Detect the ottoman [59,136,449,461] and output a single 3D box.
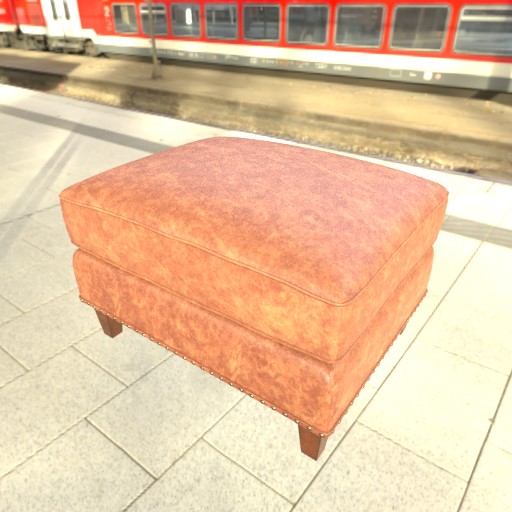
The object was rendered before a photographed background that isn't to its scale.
[{"bbox_3d":[0.000,0.000,1.119,0.742,0.486,0.586,20,36,30],"label":"ottoman"}]
